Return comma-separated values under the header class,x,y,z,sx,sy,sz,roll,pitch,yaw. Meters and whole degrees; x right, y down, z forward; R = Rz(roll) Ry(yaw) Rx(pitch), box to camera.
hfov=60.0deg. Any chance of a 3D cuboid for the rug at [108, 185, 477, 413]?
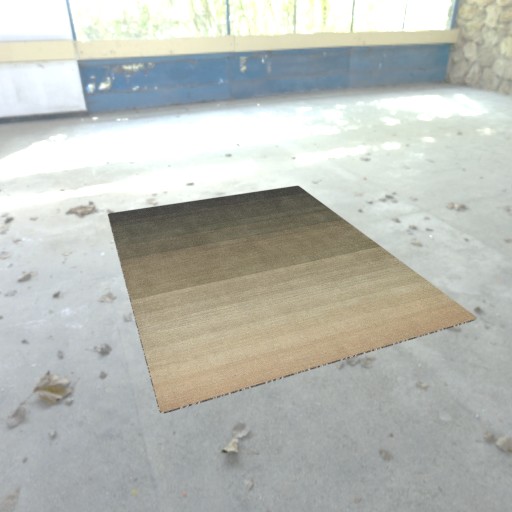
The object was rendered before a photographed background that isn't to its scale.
class,x,y,z,sx,sy,sz,roll,pitch,yaw
rug,0.000,0.000,3.993,2.305,0.017,2.902,-11,32,-19
